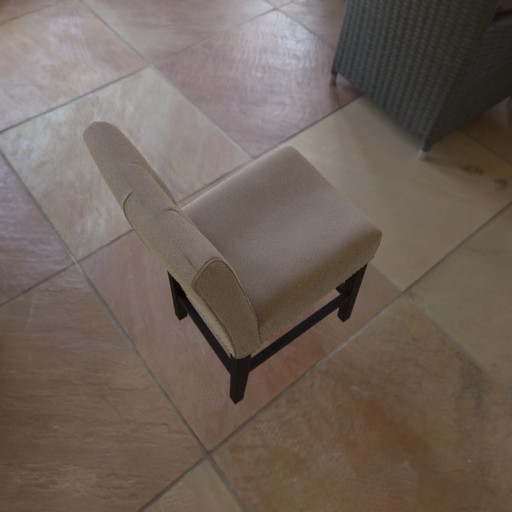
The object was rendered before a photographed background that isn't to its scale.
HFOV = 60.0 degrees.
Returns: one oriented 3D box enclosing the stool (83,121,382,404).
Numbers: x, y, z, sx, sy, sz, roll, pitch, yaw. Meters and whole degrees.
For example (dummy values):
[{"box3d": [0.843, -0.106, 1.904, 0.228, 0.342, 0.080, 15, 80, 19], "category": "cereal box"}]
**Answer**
[{"box3d": [0.000, 0.000, 1.208, 0.571, 0.885, 0.427, -31, 63, -18], "category": "stool"}]
